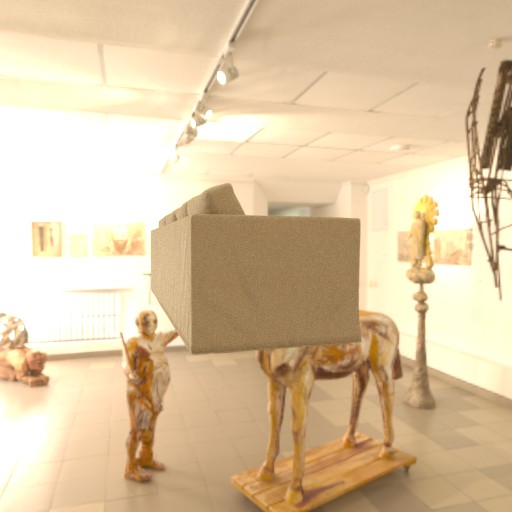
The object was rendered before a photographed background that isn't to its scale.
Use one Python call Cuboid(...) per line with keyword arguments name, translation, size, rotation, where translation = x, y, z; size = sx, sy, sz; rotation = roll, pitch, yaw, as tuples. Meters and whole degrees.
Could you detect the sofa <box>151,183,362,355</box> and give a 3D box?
Cuboid(name="sofa", translation=(0.000, 0.000, 3.885), size=(1.622, 0.867, 3.177), rotation=(-1, 2, -17))
